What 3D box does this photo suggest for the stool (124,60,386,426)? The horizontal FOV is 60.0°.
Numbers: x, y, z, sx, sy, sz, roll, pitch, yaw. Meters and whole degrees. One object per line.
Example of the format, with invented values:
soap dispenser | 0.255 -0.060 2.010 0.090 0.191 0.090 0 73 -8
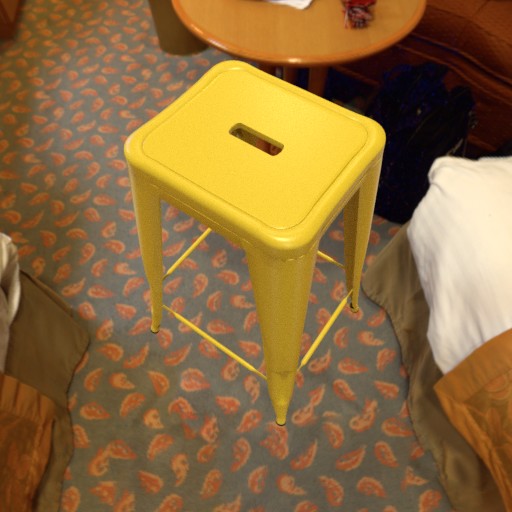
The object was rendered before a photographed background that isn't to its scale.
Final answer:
stool | 0.000 0.000 0.855 0.399 0.609 0.359 31 63 18
